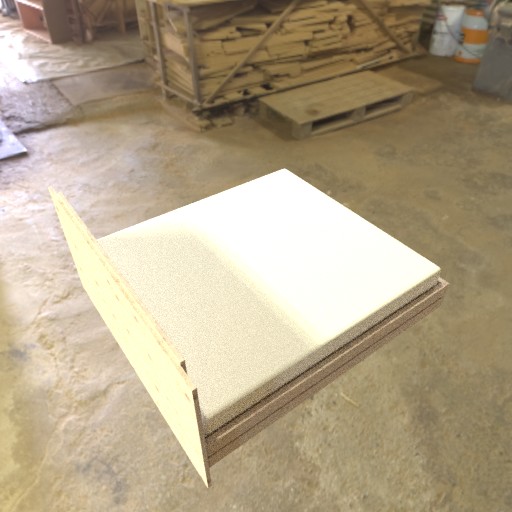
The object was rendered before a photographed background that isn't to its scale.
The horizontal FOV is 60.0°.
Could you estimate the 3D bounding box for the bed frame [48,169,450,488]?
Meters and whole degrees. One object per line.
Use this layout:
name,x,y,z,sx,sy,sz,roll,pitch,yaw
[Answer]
bed frame,0.000,0.000,3.189,2.080,0.970,1.950,-25,47,-27
